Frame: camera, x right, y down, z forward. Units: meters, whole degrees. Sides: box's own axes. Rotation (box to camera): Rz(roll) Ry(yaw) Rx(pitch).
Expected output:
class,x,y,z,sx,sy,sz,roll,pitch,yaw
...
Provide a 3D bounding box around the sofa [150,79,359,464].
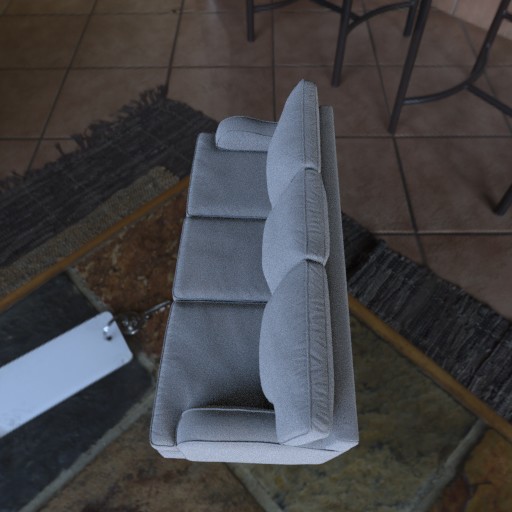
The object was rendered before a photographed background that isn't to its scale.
class,x,y,z,sx,sy,sz,roll,pitch,yaw
sofa,0.000,0.000,2.814,1.016,0.997,2.323,2,57,1
